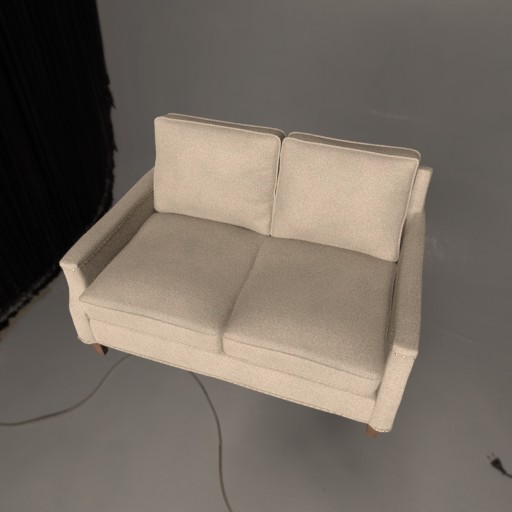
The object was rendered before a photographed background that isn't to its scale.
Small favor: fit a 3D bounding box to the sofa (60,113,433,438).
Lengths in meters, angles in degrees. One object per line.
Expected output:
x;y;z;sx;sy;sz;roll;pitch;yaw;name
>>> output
0.000;0.000;2.236;1.597;1.003;1.084;13;44;14;sofa
